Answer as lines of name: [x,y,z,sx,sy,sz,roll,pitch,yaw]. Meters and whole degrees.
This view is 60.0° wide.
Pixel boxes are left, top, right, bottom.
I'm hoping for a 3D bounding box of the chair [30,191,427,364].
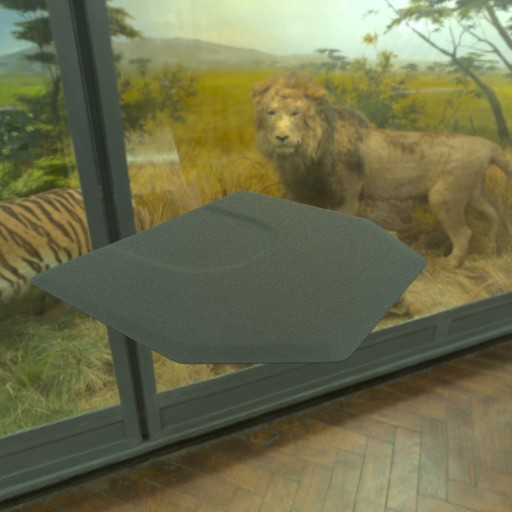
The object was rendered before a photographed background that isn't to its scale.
chair: [0.000,0.000,1.885,1.219,0.024,1.372,18,32,32]
